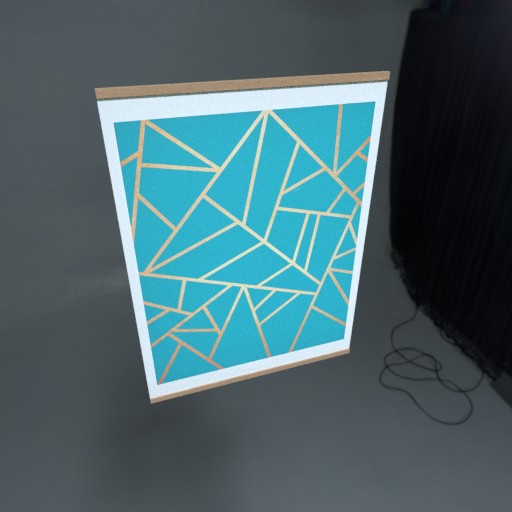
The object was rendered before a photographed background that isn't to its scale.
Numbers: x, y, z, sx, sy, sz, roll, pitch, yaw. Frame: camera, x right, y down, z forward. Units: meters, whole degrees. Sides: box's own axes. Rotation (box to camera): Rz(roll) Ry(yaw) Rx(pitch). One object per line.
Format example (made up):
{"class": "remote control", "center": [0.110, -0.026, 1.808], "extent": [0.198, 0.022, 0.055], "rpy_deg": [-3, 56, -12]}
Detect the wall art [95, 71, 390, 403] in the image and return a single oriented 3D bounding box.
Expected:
{"class": "wall art", "center": [0.000, 0.000, 1.354], "extent": [0.758, 1.016, 0.013], "rpy_deg": [-10, 32, -16]}
